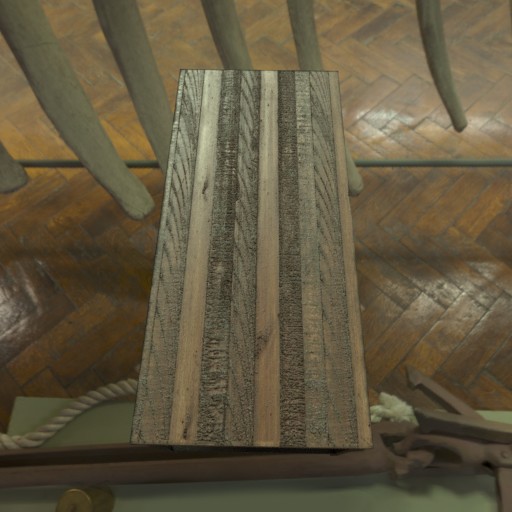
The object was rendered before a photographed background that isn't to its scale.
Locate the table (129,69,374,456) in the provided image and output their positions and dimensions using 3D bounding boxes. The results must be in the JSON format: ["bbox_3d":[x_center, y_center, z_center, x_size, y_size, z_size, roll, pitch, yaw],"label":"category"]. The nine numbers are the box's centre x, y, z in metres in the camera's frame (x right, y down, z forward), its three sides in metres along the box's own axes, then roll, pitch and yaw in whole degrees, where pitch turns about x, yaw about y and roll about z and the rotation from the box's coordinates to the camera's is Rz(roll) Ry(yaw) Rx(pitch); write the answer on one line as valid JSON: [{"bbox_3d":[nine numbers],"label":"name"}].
[{"bbox_3d":[0.000,0.000,1.220,0.452,0.399,0.990,1,63,0],"label":"table"}]
